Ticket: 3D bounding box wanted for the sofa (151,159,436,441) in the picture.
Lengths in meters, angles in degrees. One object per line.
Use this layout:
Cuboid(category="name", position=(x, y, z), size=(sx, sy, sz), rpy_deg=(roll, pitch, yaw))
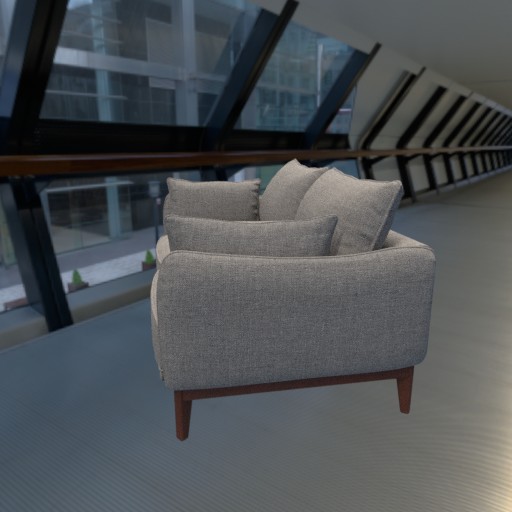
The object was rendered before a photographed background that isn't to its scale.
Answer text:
Cuboid(category="sofa", position=(0.000, 0.000, 2.146), size=(0.972, 0.851, 1.580), rpy_deg=(-3, 15, -10))
